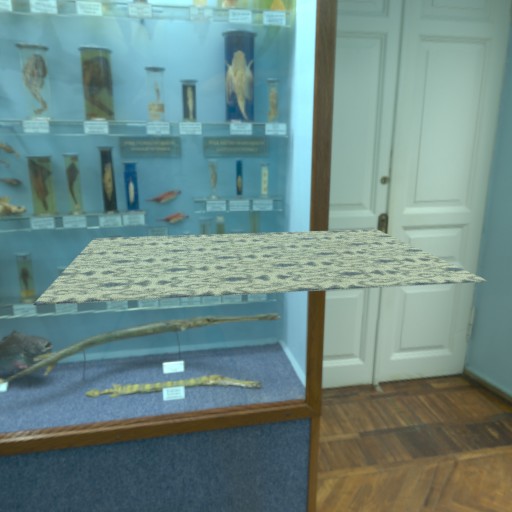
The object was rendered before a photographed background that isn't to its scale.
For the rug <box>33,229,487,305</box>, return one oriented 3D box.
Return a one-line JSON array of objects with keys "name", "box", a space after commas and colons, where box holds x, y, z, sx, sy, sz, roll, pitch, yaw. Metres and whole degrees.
[{"name": "rug", "box": [0.000, 0.000, 2.080, 1.652, 0.006, 1.035, -2, 15, -9]}]
